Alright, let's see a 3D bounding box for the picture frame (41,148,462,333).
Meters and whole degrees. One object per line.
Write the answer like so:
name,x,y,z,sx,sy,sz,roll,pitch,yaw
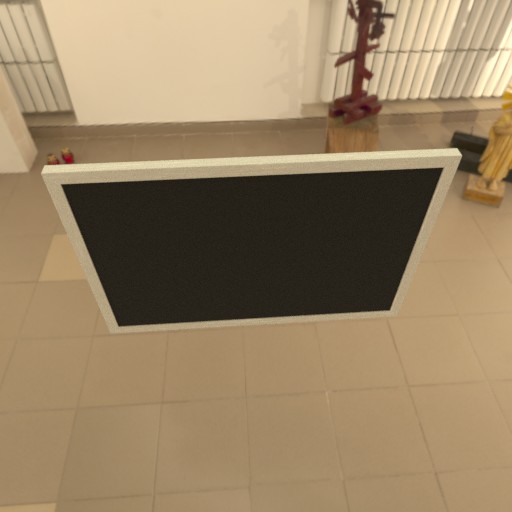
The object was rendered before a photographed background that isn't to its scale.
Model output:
picture frame,0.000,0.000,1.242,0.950,0.640,0.029,-3,47,-3
